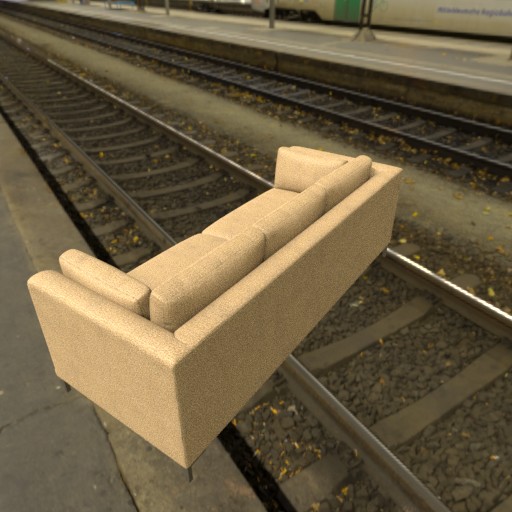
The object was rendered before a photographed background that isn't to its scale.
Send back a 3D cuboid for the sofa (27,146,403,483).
[{"bbox_3d":[0.000,0.000,2.829,0.969,0.867,2.415,20,37,29],"label":"sofa"}]
